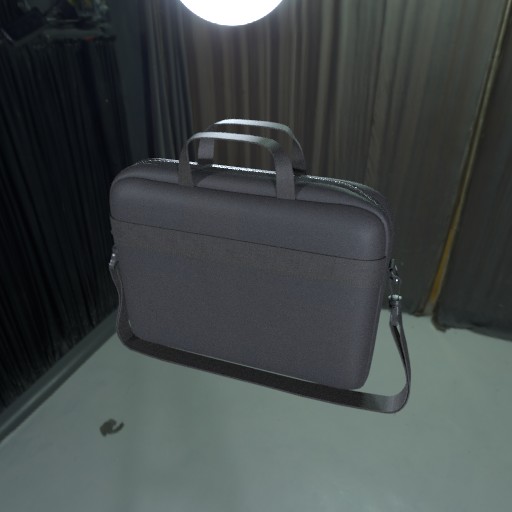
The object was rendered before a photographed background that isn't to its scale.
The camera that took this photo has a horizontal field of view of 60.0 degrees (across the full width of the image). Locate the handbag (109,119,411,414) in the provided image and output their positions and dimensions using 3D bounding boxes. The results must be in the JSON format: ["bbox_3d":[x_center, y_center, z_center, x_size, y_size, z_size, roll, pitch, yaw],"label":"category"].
[{"bbox_3d":[0.000,0.000,0.576,0.429,0.330,0.126,10,32,16],"label":"handbag"}]
